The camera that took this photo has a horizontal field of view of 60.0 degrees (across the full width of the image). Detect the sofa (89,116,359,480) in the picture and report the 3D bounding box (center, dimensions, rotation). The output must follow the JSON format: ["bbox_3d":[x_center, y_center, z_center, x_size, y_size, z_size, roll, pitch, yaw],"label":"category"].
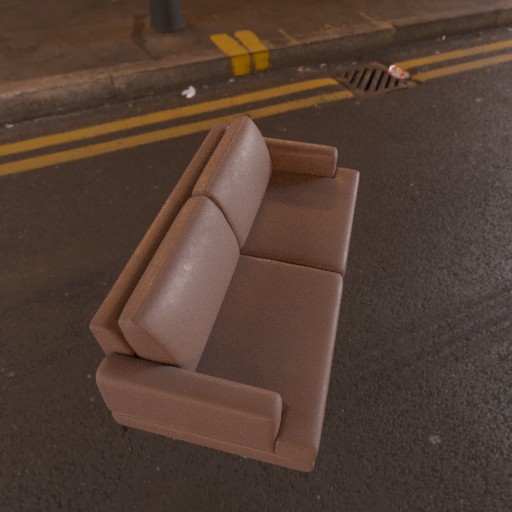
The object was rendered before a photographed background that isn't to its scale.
[{"bbox_3d":[0.000,0.000,2.416,0.974,0.765,1.940,10,46,10],"label":"sofa"}]
